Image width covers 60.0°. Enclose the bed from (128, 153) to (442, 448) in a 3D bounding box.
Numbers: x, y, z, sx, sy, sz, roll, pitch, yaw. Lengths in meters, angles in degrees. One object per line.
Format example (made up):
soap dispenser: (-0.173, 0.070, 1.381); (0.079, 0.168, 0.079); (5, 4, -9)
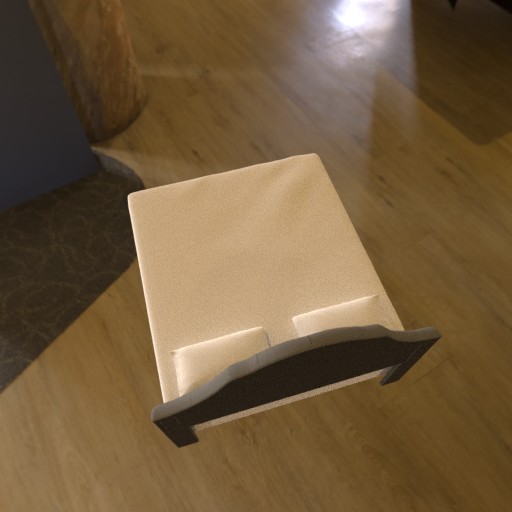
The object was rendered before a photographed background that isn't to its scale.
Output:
bed: (0.000, 0.000, 3.596); (2.008, 1.615, 2.214); (-14, 60, -8)
